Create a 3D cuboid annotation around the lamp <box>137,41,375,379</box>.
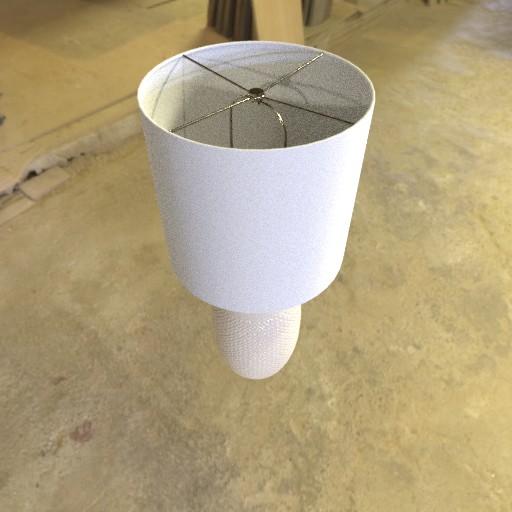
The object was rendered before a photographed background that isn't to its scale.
[{"bbox_3d":[0.000,0.000,0.572,0.217,0.453,0.217,33,54,28],"label":"lamp"}]
